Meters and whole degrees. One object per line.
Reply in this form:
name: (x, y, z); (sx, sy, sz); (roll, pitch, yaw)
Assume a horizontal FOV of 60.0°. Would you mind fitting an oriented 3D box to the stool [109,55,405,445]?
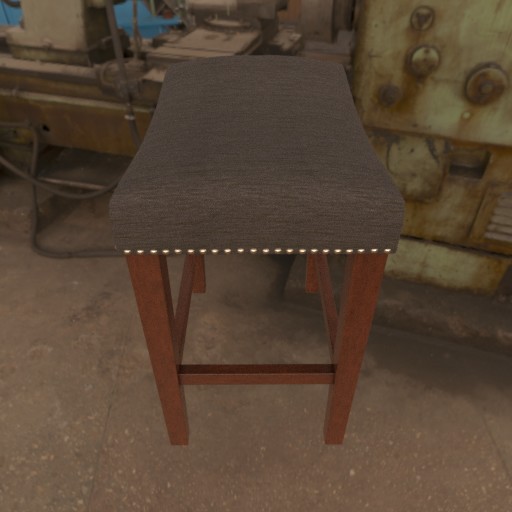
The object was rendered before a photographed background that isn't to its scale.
stool: (0.000, 0.000, 0.907); (0.372, 0.654, 0.504); (0, 41, 0)
